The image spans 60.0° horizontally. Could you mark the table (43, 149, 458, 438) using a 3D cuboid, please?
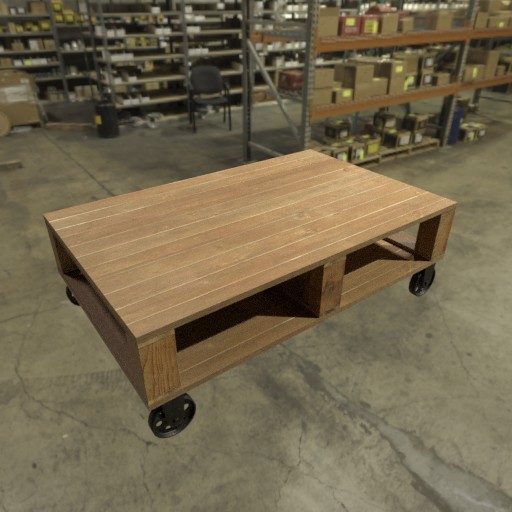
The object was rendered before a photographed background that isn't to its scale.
[{"bbox_3d":[0.000,0.000,1.748,1.299,0.413,0.827,-21,36,-31],"label":"table"}]
